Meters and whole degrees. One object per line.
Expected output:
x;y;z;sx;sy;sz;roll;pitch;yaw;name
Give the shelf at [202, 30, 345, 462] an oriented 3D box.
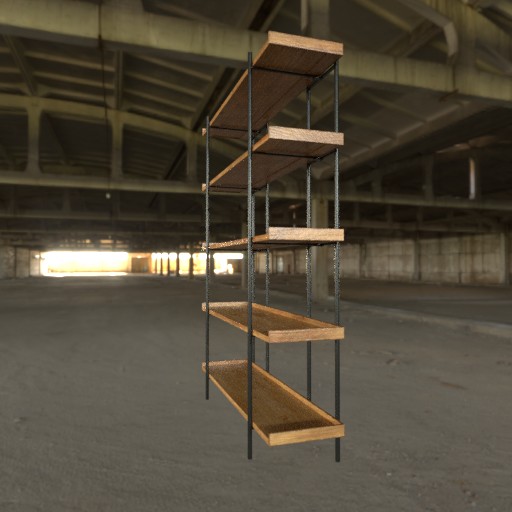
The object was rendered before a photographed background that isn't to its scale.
0.000;0.000;2.484;0.379;1.826;1.371;0;-1;-18;shelf
